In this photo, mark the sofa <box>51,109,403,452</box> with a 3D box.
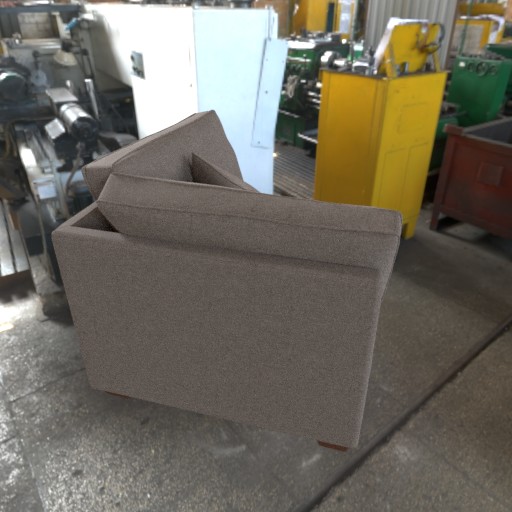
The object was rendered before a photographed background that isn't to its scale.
[{"bbox_3d":[0.000,0.000,1.833,1.050,0.951,1.042,9,31,14],"label":"sofa"}]
